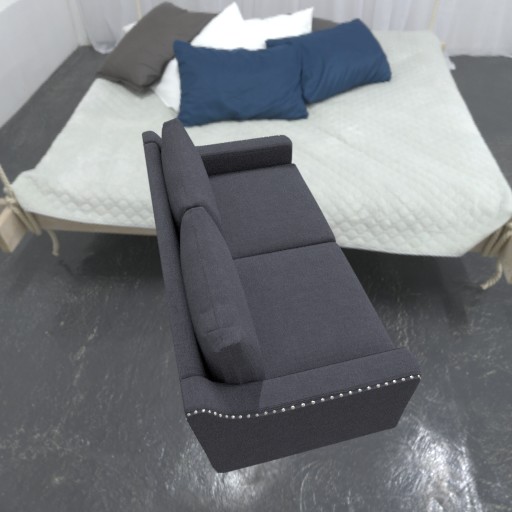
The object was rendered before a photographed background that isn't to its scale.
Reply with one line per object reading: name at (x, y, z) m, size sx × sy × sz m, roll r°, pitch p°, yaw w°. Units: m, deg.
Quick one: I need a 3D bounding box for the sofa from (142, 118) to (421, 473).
sofa at (0.000, 0.000, 3.282) m, size 1.336 × 1.196 × 2.550 m, roll -11°, pitch 47°, yaw -10°
